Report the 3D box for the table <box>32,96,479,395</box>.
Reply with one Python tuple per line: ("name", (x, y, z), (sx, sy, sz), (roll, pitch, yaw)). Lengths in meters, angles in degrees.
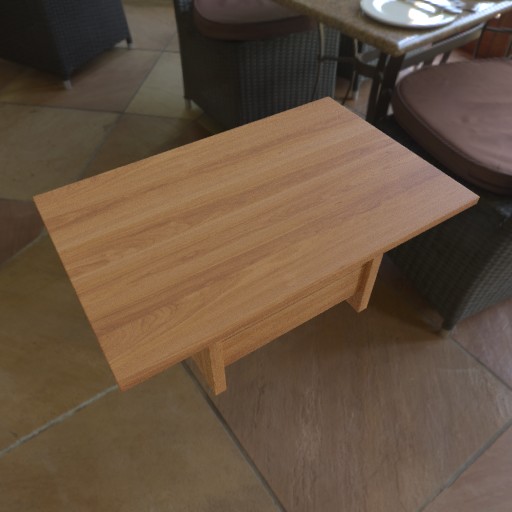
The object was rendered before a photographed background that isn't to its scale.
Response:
("table", (0.000, 0.000, 1.478), (1.100, 0.510, 0.700), (-25, 52, -21))
